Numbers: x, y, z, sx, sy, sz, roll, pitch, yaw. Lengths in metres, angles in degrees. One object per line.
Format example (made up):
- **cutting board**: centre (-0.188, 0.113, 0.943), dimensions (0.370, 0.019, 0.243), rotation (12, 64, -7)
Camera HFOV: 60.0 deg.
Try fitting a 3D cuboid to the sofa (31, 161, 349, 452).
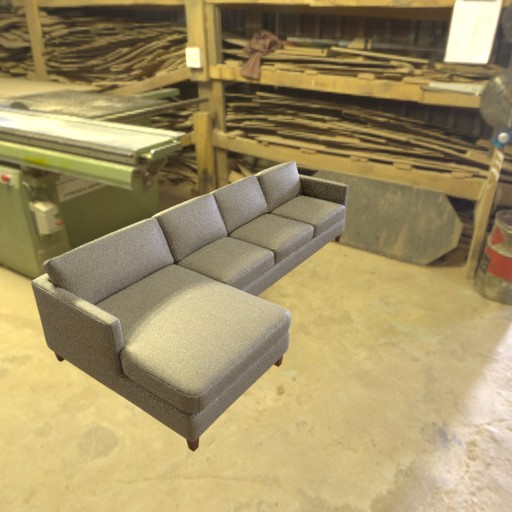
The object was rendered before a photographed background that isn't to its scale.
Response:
- **sofa**: centre (0.000, 0.000, 3.832), dimensions (1.502, 0.876, 3.201), rotation (18, 32, 31)
